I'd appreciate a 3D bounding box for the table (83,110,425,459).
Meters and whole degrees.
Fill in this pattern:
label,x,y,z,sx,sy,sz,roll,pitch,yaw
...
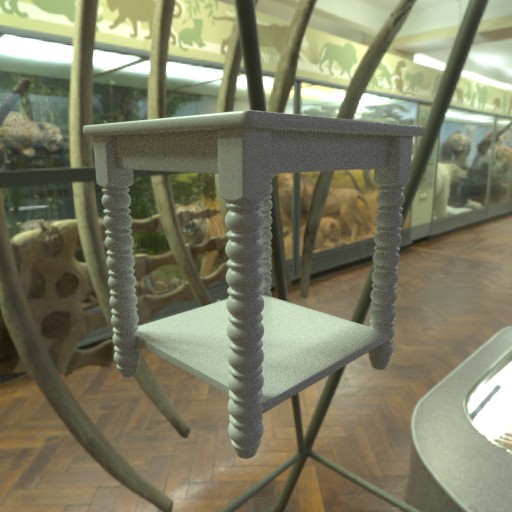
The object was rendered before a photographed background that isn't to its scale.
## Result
label,x,y,z,sx,sy,sz,roll,pitch,yaw
table,0.000,0.000,0.999,0.500,0.563,0.533,13,18,43
